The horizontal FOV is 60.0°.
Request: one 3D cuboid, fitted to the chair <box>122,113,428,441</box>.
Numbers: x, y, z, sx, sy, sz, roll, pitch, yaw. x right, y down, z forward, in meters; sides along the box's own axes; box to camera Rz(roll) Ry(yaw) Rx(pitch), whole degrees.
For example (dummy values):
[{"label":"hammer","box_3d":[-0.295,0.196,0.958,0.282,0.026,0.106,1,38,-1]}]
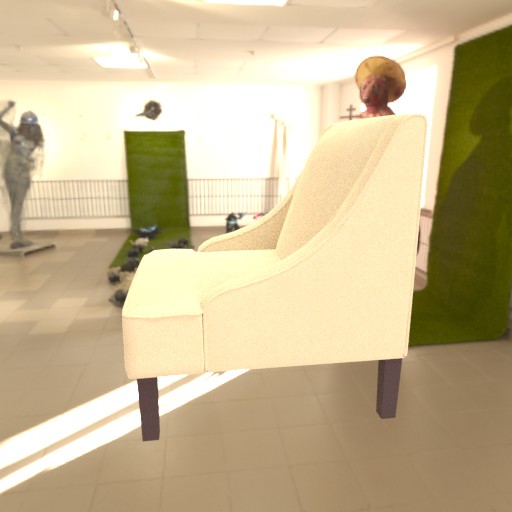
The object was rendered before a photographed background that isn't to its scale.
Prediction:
[{"label":"chair","box_3d":[0.000,0.000,1.489,0.806,0.886,0.689,-2,14,-8]}]
